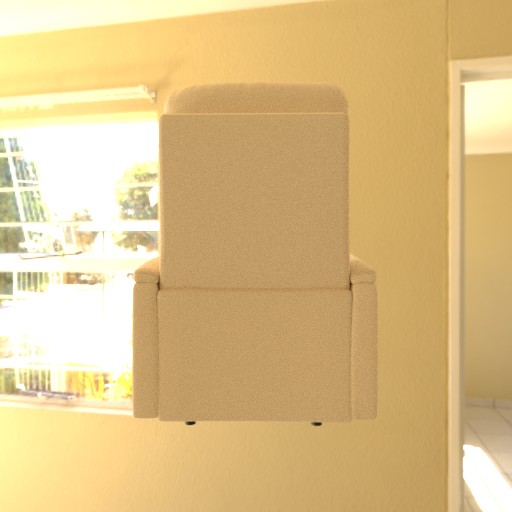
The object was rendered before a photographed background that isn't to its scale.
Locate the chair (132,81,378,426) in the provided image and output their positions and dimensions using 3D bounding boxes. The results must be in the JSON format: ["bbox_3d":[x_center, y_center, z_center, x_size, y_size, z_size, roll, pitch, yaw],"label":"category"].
[{"bbox_3d":[0.000,0.000,1.664,0.775,1.082,0.831,0,0,1],"label":"chair"}]
